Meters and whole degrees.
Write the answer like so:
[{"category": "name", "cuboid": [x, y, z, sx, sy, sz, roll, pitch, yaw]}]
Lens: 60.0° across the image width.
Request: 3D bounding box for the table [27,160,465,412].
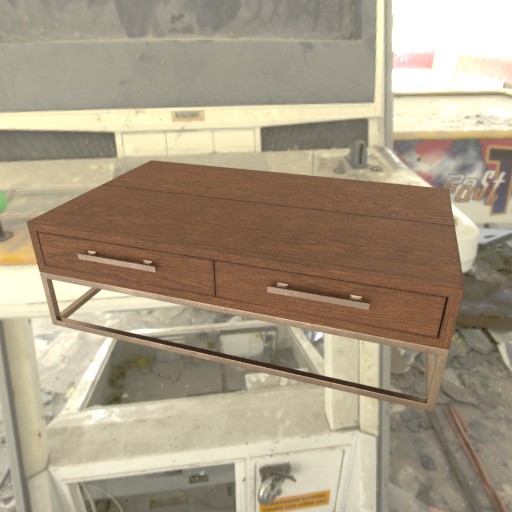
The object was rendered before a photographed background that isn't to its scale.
[{"category": "table", "cuboid": [0.000, 0.000, 1.477, 1.167, 0.361, 0.719, 9, 29, 16]}]
